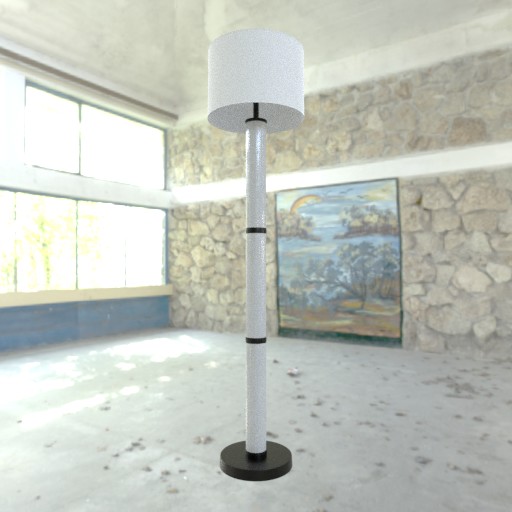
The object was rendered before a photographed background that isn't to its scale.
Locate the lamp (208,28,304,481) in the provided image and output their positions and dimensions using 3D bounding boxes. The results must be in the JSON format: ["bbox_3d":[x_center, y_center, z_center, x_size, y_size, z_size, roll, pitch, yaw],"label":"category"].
[{"bbox_3d":[0.000,0.000,1.722,0.377,1.599,0.377,-1,-2,35],"label":"lamp"}]
